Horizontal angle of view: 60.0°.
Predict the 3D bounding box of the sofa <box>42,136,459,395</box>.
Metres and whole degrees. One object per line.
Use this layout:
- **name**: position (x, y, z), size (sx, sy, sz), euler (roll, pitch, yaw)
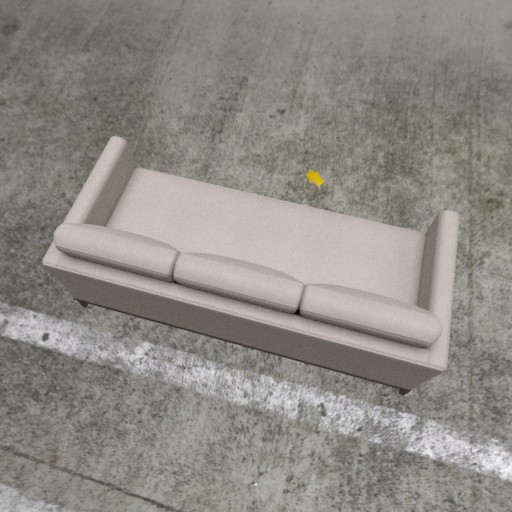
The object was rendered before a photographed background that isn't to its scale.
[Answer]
- **sofa**: position (0.000, 0.000, 2.705), size (2.210, 0.838, 0.959), euler (14, 64, 7)
